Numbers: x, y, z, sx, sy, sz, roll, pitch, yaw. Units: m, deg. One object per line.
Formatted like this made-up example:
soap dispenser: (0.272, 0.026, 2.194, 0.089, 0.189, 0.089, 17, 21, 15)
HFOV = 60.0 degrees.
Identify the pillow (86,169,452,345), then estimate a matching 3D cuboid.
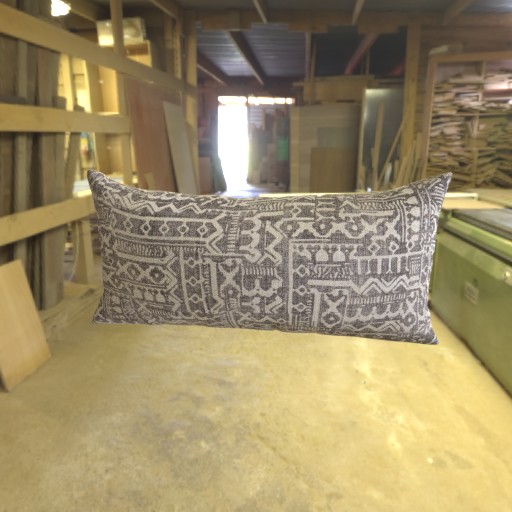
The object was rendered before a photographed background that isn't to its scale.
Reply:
pillow: (0.000, 0.000, 0.765, 0.631, 0.290, 0.148, 2, 14, 8)
